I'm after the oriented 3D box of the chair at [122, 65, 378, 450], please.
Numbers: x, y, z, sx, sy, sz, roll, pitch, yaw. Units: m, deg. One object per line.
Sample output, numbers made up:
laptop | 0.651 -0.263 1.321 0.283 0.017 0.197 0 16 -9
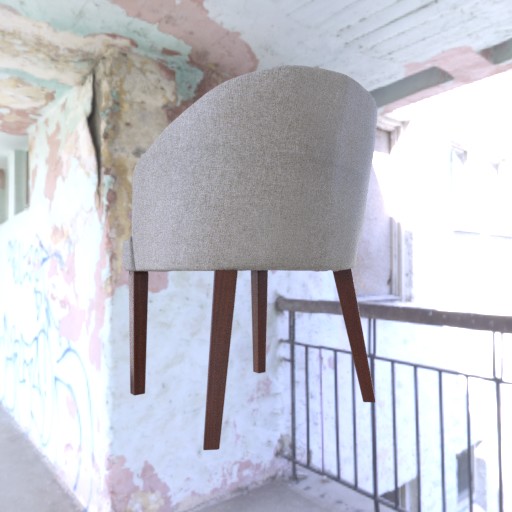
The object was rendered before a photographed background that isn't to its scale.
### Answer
chair | 0.000 0.000 1.229 0.583 0.811 0.655 1 -2 -37
